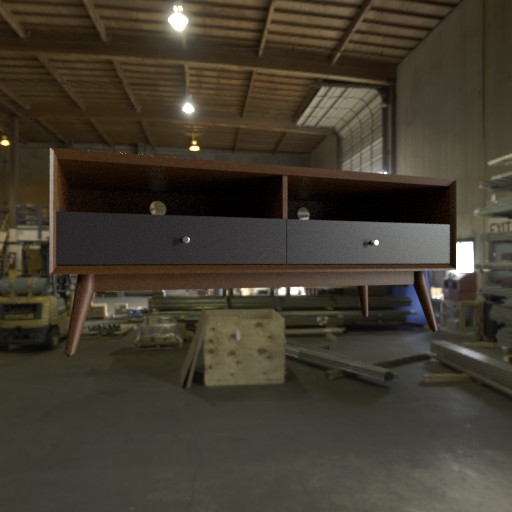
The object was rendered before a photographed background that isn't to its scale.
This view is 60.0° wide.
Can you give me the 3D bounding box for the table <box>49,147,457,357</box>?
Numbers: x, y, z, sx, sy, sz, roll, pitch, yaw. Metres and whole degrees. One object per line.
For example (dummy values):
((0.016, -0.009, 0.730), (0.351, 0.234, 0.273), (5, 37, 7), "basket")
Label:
((0.000, 0.000, 1.371), (1.119, 0.464, 0.490), (0, -1, -20), "table")
